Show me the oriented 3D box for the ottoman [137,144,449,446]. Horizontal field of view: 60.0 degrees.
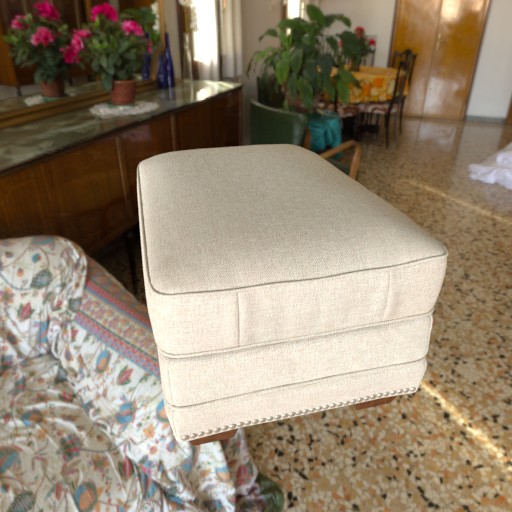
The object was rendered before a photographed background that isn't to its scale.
[{"bbox_3d":[0.000,0.000,1.151,0.559,0.458,0.813,-7,30,-13],"label":"ottoman"}]
